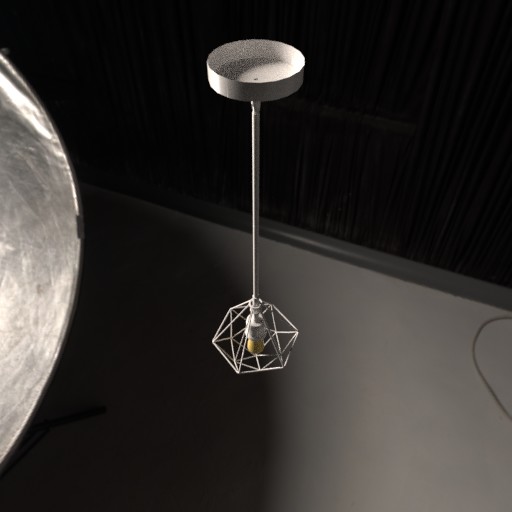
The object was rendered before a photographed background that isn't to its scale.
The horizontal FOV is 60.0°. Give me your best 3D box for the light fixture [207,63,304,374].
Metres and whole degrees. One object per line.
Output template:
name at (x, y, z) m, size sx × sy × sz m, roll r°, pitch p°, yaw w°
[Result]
light fixture at (0.000, 0.000, 1.991) m, size 0.431 × 1.764 × 0.487 m, roll 17°, pitch 50°, yaw 15°
